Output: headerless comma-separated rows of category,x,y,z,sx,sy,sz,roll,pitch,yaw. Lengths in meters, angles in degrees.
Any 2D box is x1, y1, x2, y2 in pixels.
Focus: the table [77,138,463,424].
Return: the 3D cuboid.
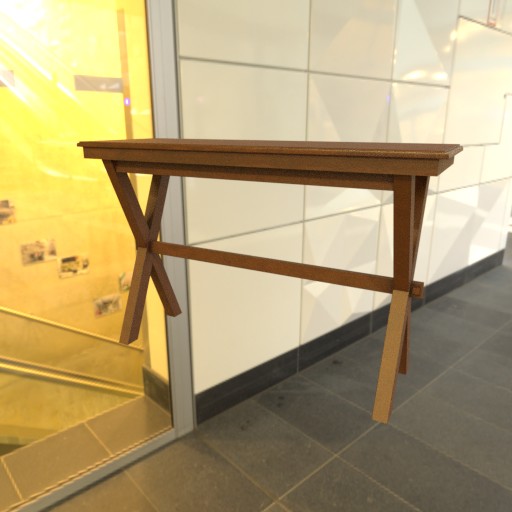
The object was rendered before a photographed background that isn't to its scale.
table,0.000,0.000,1.539,1.197,0.763,0.399,9,19,27
